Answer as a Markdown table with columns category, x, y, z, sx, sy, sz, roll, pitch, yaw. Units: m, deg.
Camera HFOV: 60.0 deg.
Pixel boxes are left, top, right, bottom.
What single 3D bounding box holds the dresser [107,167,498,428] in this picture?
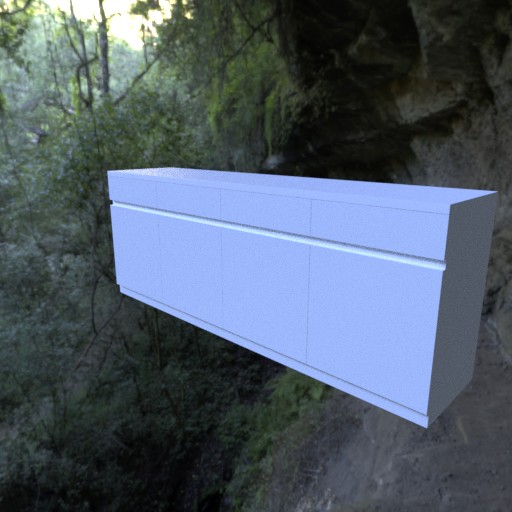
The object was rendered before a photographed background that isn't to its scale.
| category | x | y | z | sx | sy | sz | roll | pitch | yaw |
| --- | --- | --- | --- | --- | --- | --- | --- | --- | --- |
| dresser | 0.000 | 0.000 | 2.438 | 2.200 | 0.840 | 0.500 | 14 | 20 | 42 |
